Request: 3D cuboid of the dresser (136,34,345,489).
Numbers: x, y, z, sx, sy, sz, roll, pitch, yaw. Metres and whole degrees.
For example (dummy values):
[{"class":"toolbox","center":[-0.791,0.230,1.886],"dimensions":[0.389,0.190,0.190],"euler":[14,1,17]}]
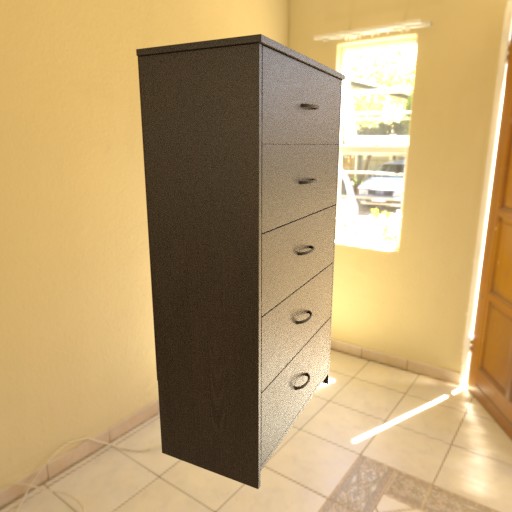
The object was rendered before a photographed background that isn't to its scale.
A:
[{"class":"dresser","center":[0.000,0.000,1.559],"dimensions":[0.418,1.254,0.704],"euler":[7,16,26]}]
